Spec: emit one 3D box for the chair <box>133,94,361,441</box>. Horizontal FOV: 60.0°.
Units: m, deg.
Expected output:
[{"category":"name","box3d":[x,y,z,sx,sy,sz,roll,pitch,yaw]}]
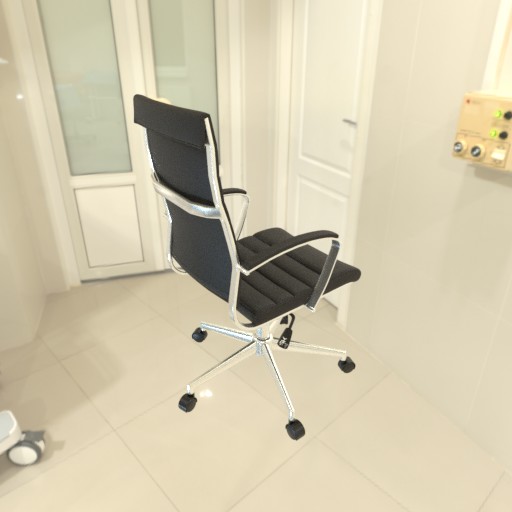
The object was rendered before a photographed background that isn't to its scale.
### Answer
[{"category":"chair","box3d":[0.000,0.000,1.660,0.739,1.149,0.766,-18,32,-31]}]
